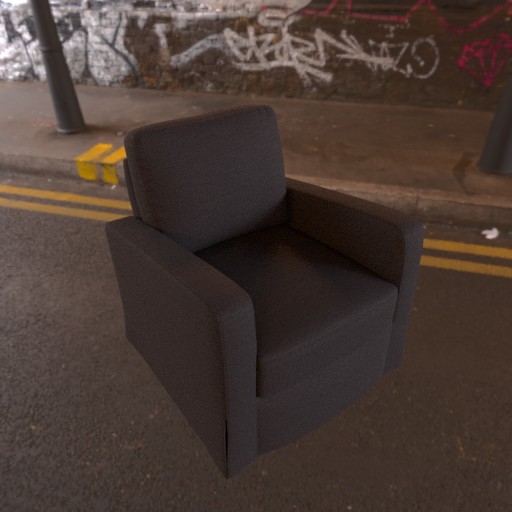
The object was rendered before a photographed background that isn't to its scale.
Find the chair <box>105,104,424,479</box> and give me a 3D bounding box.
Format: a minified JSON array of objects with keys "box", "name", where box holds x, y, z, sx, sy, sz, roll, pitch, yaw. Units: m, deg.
[{"box":[0.000,0.000,1.533,0.798,0.855,0.863,-21,37,-30],"name":"chair"}]
